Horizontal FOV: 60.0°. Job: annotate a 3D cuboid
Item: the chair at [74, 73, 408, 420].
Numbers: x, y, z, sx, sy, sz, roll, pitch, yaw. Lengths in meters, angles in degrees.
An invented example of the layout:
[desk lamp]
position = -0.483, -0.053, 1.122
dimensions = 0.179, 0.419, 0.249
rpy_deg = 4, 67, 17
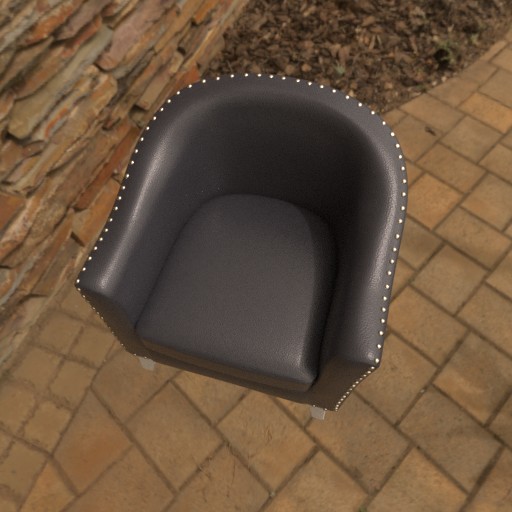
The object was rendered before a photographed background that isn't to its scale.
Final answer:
[chair]
position = 0.000, 0.000, 1.429
dimensions = 0.794, 0.823, 0.748
rpy_deg = 14, 59, 8
